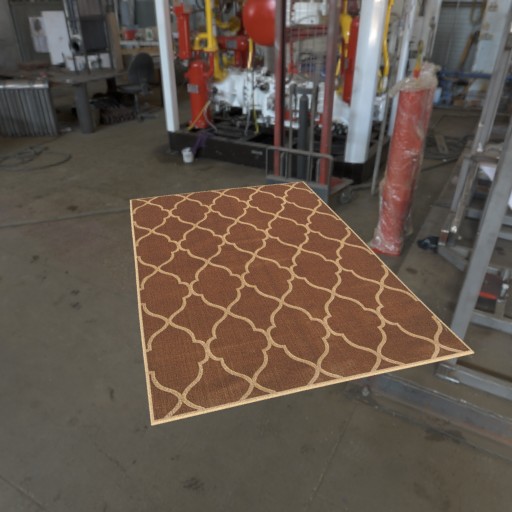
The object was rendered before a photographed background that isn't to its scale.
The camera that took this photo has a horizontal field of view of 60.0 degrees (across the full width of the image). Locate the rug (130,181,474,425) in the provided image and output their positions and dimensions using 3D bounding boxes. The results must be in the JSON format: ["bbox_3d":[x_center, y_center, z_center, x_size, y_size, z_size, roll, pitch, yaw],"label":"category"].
[{"bbox_3d":[0.000,0.000,2.879,1.526,0.014,2.290,-8,32,-13],"label":"rug"}]
